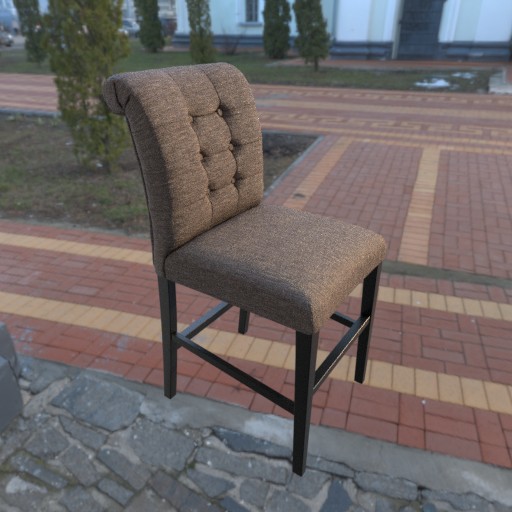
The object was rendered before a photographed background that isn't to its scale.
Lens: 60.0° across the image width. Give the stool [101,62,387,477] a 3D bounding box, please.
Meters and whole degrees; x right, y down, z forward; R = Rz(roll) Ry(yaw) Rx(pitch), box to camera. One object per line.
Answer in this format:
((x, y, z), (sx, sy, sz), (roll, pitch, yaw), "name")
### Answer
((0.000, 0.000, 1.260), (0.611, 0.970, 0.457), (18, 33, 30), "stool")
